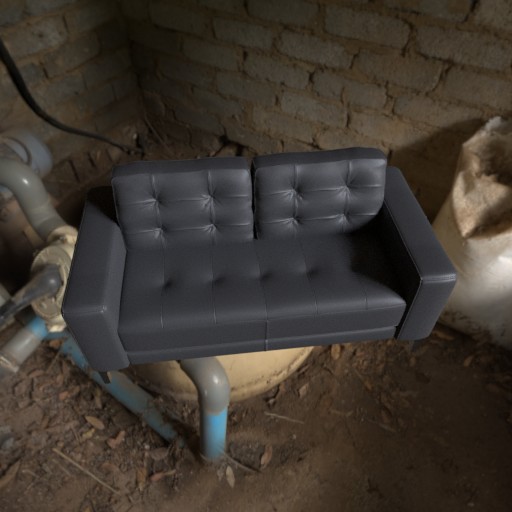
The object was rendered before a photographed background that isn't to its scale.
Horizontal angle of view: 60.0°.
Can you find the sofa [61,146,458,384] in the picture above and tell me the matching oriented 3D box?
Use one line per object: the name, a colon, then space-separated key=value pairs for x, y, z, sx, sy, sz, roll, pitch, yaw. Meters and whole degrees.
sofa: x=0.000 y=0.000 z=2.263 sx=1.726 sy=0.893 sz=0.833 roll=-5 pitch=47 yaw=-4
